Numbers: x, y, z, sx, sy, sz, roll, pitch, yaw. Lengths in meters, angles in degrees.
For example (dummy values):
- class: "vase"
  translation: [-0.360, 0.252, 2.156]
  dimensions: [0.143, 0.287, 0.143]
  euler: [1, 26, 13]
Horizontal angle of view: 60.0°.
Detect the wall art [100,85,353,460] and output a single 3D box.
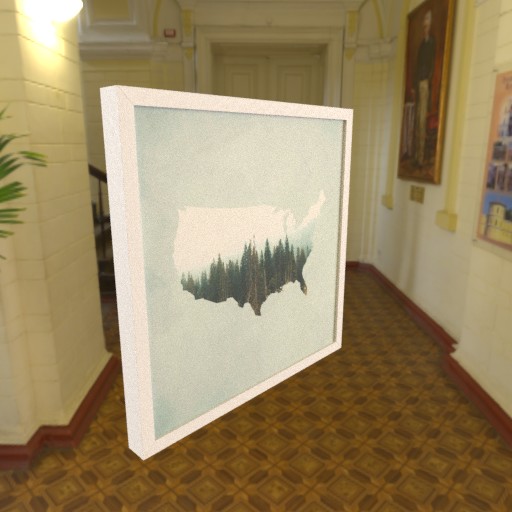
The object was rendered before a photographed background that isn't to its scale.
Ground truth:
- class: "wall art"
  translation: [0.000, 0.000, 0.768]
  dimensions: [0.040, 0.509, 0.509]
  euler: [13, 19, 42]
